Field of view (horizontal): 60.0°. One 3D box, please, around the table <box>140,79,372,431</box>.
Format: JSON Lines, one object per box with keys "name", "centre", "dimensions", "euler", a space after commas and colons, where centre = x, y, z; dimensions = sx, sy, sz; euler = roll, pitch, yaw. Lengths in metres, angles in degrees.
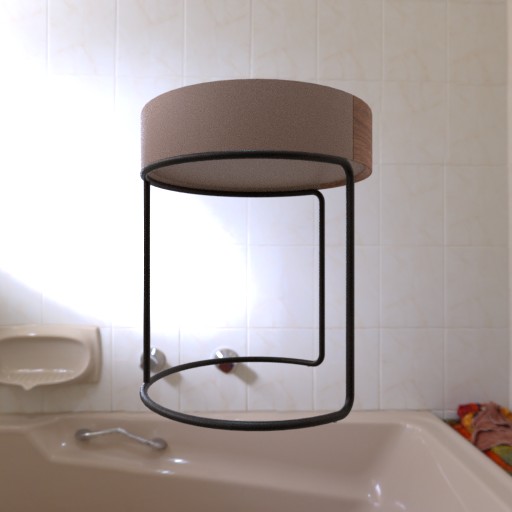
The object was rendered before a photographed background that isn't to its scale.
{"name": "table", "centre": [0.000, 0.000, 0.885], "dimensions": [0.450, 0.530, 0.450], "euler": [0, 0, 0]}
